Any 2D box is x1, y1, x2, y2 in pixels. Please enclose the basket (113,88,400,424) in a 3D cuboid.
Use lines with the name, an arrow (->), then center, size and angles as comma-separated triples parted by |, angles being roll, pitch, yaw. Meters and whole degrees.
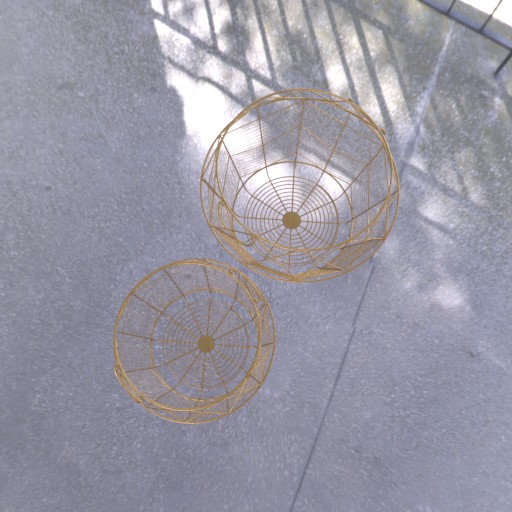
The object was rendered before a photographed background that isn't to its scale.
basket -> 0.000, 0.000, 1.037 | 0.451, 0.343, 0.805 | 33, 78, 8
